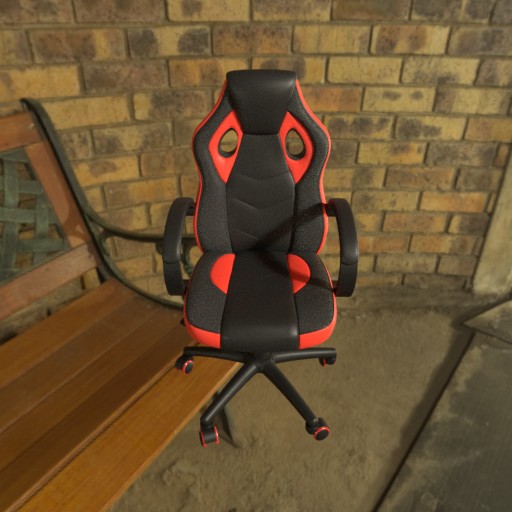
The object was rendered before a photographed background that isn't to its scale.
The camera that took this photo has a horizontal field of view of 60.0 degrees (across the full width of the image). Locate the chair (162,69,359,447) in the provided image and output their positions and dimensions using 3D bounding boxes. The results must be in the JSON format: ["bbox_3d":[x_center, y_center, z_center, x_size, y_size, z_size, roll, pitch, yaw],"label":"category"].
[{"bbox_3d":[0.000,0.000,1.382,0.600,1.016,0.642,0,30,1],"label":"chair"}]
